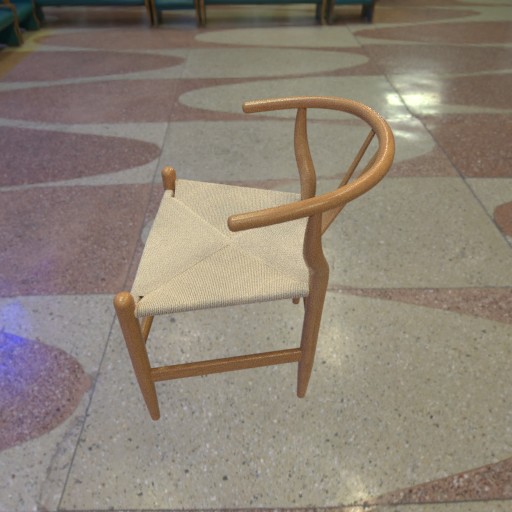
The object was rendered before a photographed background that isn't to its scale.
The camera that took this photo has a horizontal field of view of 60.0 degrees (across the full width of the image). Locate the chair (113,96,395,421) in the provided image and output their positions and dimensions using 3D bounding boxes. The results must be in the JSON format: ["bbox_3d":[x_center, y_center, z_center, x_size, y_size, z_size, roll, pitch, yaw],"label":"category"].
[{"bbox_3d":[0.000,0.000,1.178,0.579,0.730,0.569,1,41,1],"label":"chair"}]
